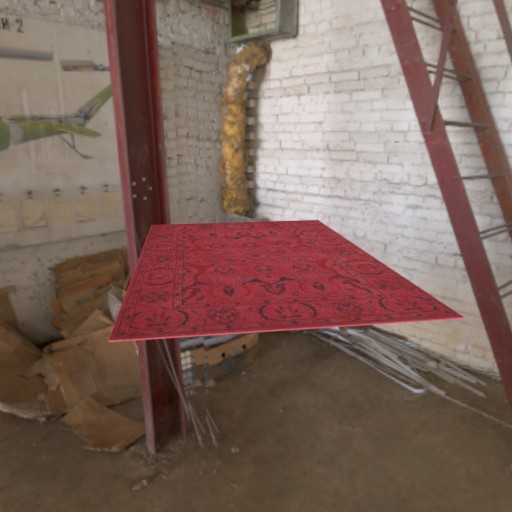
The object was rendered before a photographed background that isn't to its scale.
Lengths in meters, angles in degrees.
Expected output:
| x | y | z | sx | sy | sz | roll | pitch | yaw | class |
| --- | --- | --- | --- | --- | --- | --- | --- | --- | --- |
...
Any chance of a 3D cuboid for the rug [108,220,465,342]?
| x | y | z | sx | sy | sz | roll | pitch | yaw | class |
| --- | --- | --- | --- | --- | --- | --- | --- | --- | --- |
| 0.000 | 0.000 | 2.332 | 1.209 | 0.008 | 1.814 | -2 | 16 | -8 | rug |
